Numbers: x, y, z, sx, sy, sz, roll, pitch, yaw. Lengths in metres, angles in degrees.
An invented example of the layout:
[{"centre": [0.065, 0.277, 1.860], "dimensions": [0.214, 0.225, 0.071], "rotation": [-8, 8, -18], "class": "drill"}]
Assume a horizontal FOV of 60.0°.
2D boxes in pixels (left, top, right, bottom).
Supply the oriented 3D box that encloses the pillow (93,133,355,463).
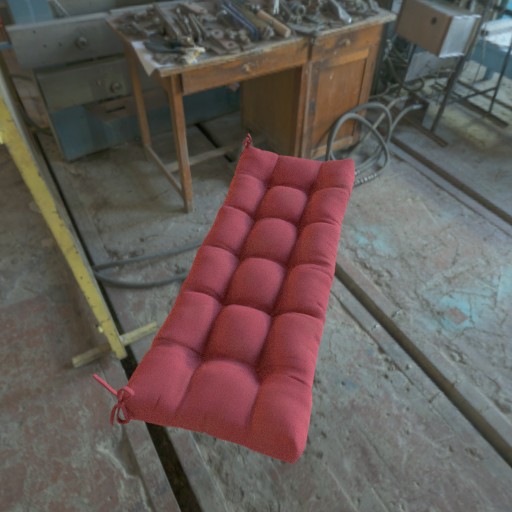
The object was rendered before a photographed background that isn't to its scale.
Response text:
[{"centre": [0.000, 0.000, 1.390], "dimensions": [0.511, 0.174, 1.194], "rotation": [11, 48, 10], "class": "pillow"}]
